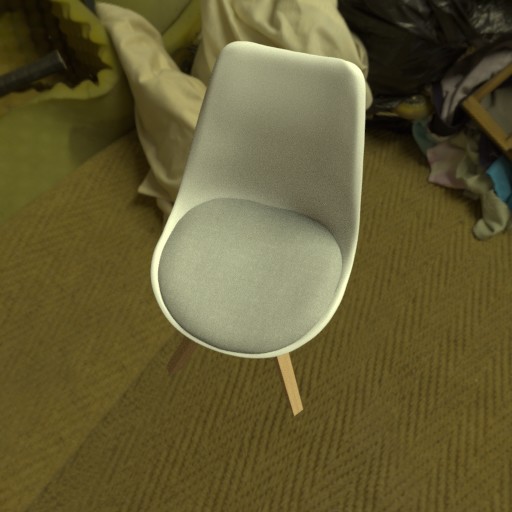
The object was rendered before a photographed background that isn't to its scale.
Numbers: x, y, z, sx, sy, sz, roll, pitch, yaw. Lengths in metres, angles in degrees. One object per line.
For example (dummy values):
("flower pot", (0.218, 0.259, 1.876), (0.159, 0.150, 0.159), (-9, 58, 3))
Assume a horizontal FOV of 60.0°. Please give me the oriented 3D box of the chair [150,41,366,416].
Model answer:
("chair", (0.000, 0.000, 1.159), (0.485, 0.850, 0.550), (15, 60, 9))
